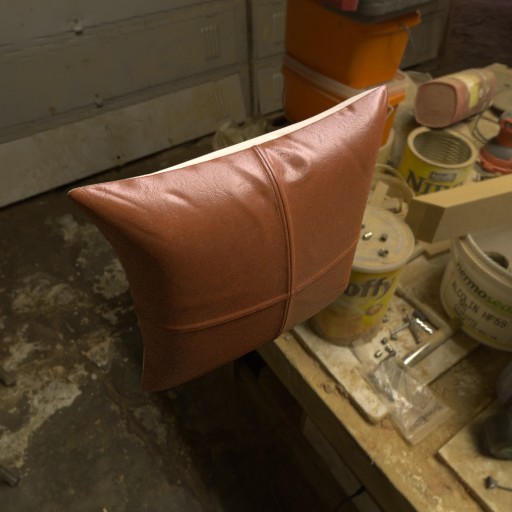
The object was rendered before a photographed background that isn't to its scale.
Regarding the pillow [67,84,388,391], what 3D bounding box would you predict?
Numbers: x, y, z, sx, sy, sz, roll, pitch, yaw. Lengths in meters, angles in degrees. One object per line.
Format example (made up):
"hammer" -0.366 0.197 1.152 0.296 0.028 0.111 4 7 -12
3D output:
"pillow" 0.000 0.000 0.761 0.501 0.477 0.192 -25 51 -22
